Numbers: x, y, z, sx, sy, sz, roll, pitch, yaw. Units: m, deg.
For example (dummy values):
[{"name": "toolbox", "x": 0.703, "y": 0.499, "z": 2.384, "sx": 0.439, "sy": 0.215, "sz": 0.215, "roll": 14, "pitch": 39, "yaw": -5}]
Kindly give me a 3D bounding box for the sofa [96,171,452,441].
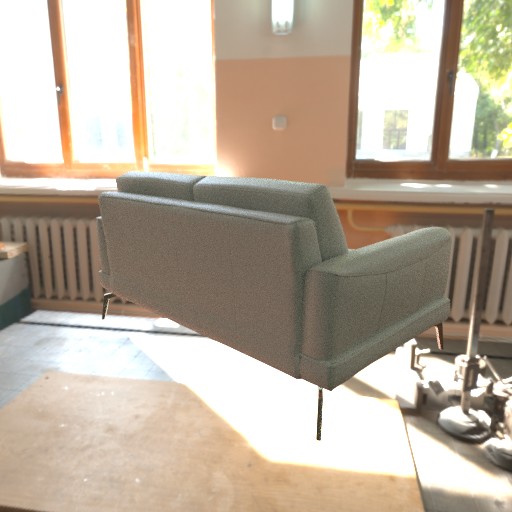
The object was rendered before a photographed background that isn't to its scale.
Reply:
[{"name": "sofa", "x": 0.000, "y": 0.000, "z": 2.500, "sx": 1.819, "sy": 0.930, "sz": 1.121, "roll": 13, "pitch": 19, "yaw": 43}]
